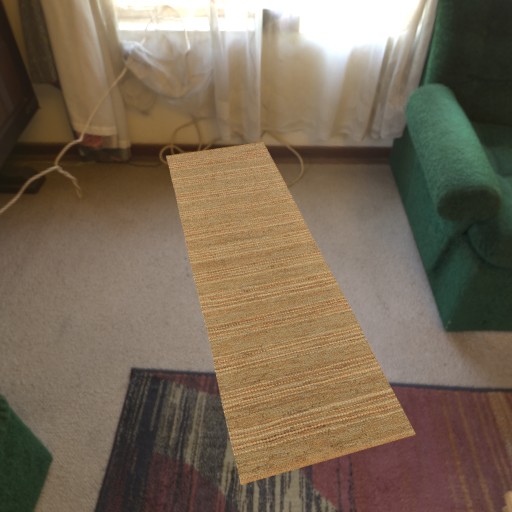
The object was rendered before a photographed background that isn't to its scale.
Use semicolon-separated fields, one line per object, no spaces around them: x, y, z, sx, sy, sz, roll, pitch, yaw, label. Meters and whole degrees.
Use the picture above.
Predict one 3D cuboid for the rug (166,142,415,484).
0.000;0.000;2.665;0.783;0.006;2.438;-11;47;-10;rug
